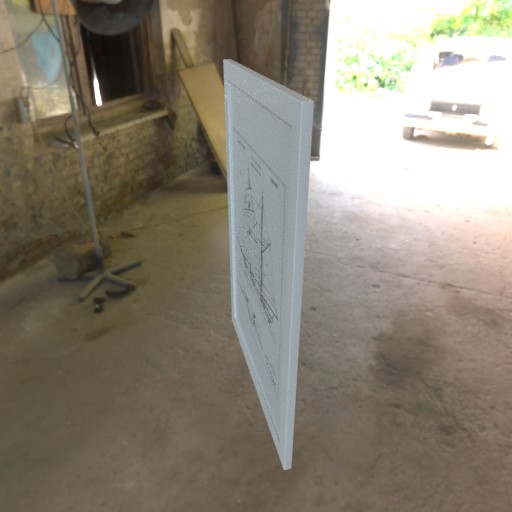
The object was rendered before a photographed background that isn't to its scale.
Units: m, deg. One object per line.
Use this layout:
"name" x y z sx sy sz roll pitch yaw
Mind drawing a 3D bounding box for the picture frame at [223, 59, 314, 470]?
"picture frame" 0.000 0.000 0.698 0.012 0.534 0.381 -7 30 -13
